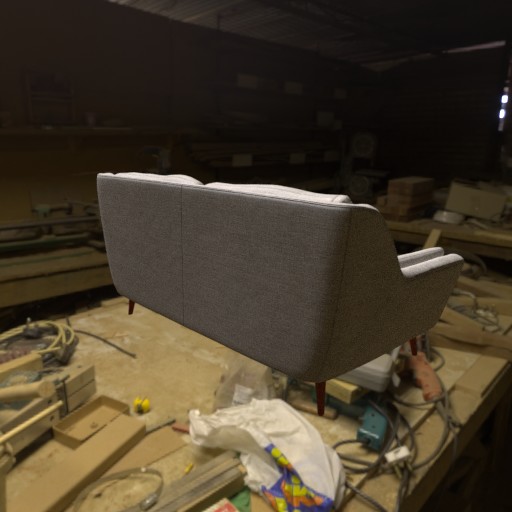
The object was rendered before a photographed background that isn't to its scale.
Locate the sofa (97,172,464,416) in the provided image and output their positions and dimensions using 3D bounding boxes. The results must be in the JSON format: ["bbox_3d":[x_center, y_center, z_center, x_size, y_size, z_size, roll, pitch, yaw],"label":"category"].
[{"bbox_3d":[0.000,0.000,2.456,1.930,0.897,0.976,15,21,43],"label":"sofa"}]
